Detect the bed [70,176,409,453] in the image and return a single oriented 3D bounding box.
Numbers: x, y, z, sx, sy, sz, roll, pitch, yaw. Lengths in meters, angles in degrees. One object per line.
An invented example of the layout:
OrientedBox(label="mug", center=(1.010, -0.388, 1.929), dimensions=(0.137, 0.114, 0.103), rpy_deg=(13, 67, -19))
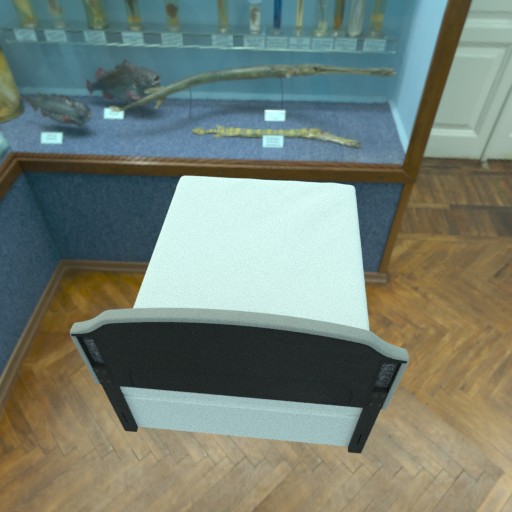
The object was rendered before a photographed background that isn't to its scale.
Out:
OrientedBox(label="bed", center=(0.000, 0.000, 2.970), dimensions=(1.558, 1.270, 1.999), rpy_deg=(4, 46, 4))
